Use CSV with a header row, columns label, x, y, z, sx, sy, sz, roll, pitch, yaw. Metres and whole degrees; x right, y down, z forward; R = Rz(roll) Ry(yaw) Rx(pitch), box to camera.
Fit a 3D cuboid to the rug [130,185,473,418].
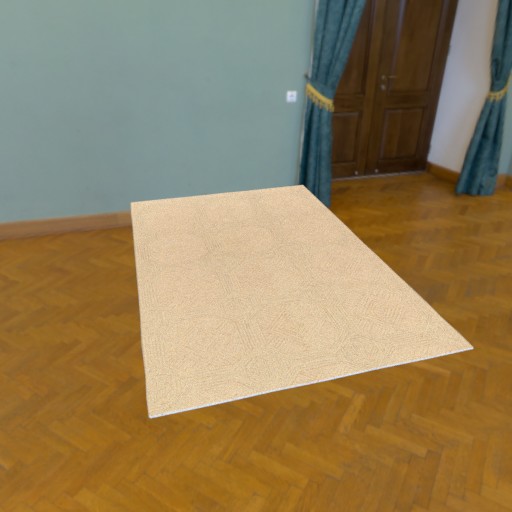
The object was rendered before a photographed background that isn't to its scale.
label,x,y,z,sx,sy,sz,roll,pitch,yaw
rug,0.000,0.000,2.330,1.236,0.009,1.839,-8,31,-14
